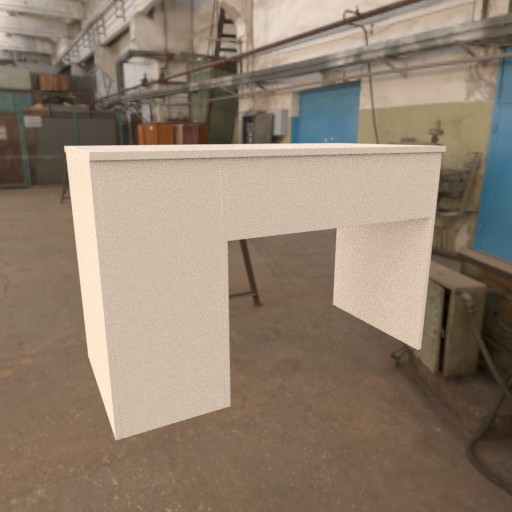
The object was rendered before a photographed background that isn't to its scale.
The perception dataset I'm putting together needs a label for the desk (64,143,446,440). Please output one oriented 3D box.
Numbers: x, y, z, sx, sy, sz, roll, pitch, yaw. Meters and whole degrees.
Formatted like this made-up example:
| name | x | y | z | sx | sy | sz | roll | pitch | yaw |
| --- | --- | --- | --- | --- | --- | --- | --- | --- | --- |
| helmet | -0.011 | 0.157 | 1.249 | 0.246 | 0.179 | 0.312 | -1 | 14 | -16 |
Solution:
| name | x | y | z | sx | sy | sz | roll | pitch | yaw |
| --- | --- | --- | --- | --- | --- | --- | --- | --- | --- |
| desk | 0.000 | 0.000 | 1.525 | 1.097 | 0.735 | 0.560 | -8 | 17 | -27 |
